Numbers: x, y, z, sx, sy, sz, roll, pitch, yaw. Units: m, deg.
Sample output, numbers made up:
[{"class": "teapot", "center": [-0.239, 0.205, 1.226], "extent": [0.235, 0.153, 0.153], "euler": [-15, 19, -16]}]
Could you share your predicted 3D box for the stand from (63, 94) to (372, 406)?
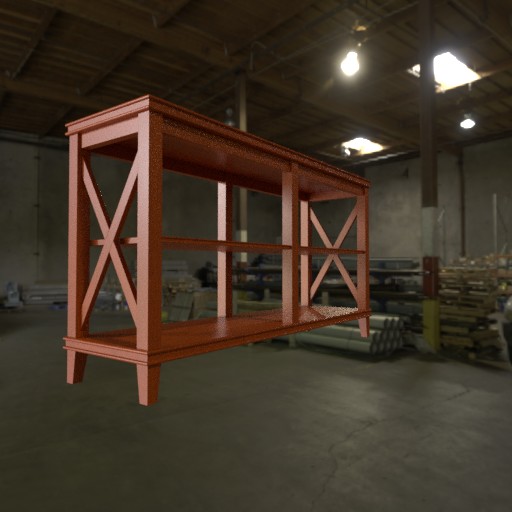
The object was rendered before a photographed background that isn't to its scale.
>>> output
[{"class": "stand", "center": [0.000, 0.000, 1.736], "extent": [0.381, 0.762, 1.372], "euler": [-1, -2, 37]}]
